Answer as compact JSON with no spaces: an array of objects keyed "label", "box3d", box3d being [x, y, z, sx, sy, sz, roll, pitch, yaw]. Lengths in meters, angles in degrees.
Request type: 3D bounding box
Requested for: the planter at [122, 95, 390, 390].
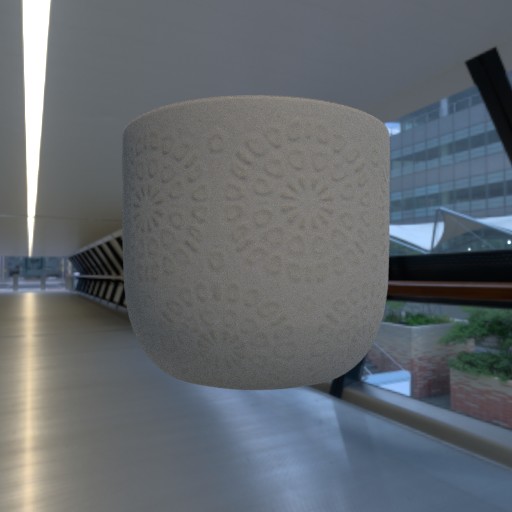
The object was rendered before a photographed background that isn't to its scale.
[{"label":"planter","box3d":[0.000,0.000,0.214,0.124,0.109,0.124,0,-1,0]}]
